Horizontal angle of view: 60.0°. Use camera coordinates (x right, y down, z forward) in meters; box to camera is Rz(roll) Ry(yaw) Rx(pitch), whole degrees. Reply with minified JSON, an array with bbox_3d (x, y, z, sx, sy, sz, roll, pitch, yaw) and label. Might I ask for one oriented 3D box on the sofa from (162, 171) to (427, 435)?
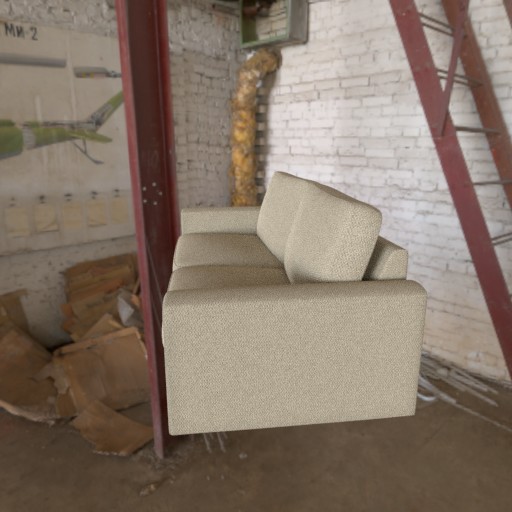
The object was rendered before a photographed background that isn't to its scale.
[{"bbox_3d":[0.000,0.000,2.654,1.016,0.873,2.179,-2,15,-7],"label":"sofa"}]
